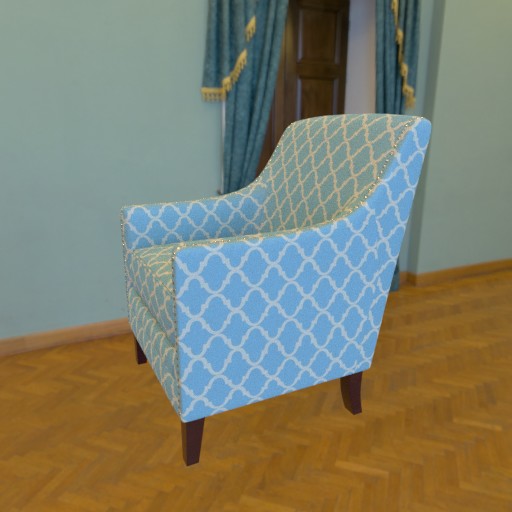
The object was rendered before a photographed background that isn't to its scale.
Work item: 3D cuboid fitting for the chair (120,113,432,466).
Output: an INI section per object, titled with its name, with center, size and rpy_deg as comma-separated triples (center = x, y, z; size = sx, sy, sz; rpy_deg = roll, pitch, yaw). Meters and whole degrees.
[chair]
center = 0.000, 0.000, 1.324
size = 0.686, 0.817, 0.617
rpy_deg = -8, 17, -25
